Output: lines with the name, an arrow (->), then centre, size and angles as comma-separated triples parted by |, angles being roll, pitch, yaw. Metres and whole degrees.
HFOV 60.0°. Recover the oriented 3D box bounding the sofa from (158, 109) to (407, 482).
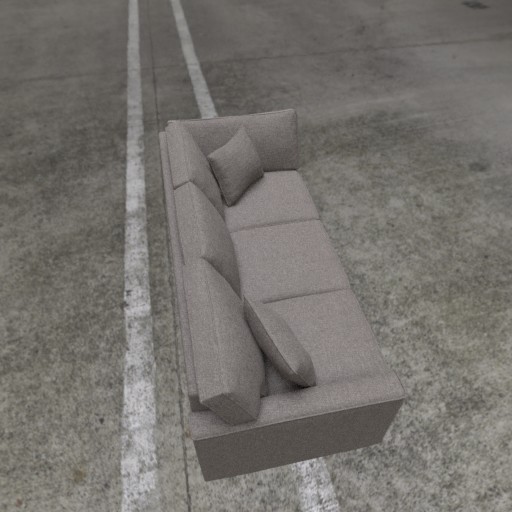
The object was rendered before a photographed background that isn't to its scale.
sofa -> 0.000, 0.000, 2.861 | 1.061, 0.962, 2.317 | -9, 47, -8
